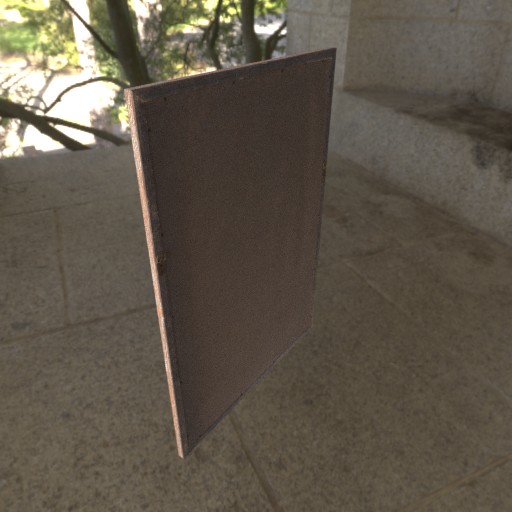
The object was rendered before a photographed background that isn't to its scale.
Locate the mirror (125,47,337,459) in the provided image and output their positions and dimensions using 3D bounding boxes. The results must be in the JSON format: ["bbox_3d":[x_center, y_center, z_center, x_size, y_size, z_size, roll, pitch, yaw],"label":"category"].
[{"bbox_3d":[0.000,0.000,1.235,0.025,0.996,0.705,22,38,31],"label":"mirror"}]
